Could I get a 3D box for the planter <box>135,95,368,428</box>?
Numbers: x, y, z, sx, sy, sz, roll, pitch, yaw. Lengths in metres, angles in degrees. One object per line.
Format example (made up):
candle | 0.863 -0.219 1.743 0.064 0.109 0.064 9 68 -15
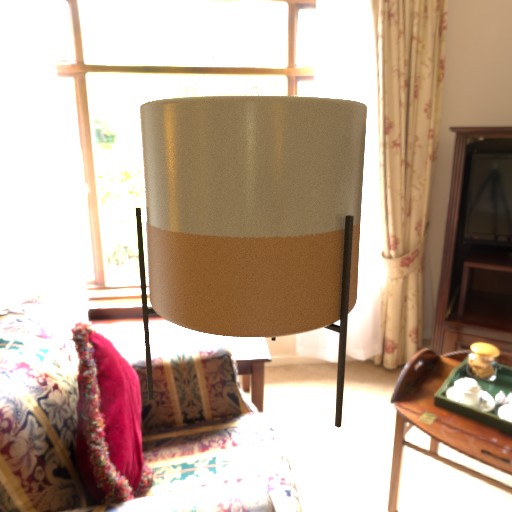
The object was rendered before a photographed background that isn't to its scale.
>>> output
planter | 0.000 0.000 0.741 0.360 0.480 0.348 14 20 42
